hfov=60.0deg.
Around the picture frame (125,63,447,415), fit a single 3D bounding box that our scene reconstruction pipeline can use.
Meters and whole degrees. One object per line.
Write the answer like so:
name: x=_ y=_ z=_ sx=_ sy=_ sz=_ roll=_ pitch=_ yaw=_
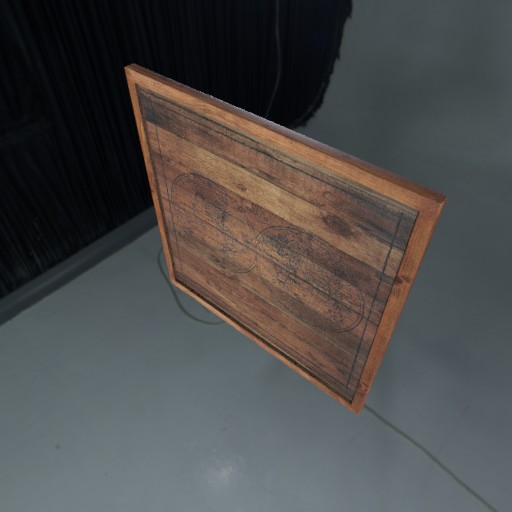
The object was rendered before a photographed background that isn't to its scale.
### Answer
picture frame: x=0.000 y=0.000 z=1.206 sx=0.810 sy=0.817 sz=0.029 roll=31 pitch=54 yaw=26
